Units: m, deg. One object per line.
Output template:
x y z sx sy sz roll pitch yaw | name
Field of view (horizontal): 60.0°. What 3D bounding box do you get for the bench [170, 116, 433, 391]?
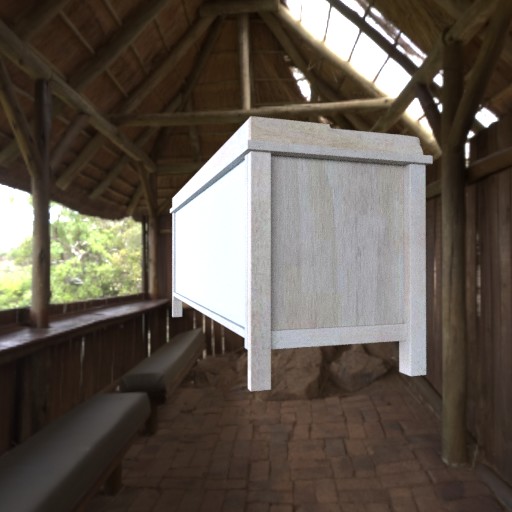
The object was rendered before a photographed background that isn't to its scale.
0.000 0.000 1.393 0.398 0.501 1.140 0 -1 -18 | bench
